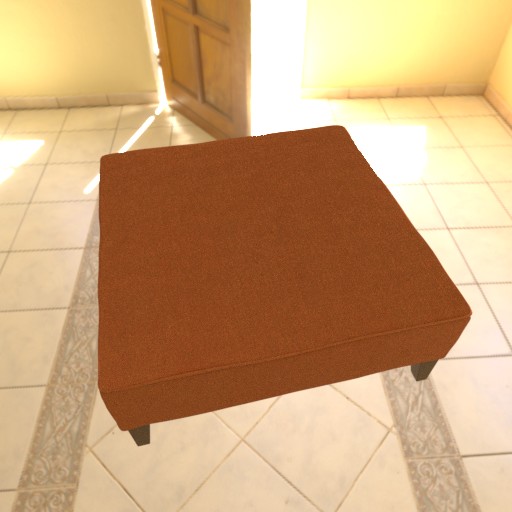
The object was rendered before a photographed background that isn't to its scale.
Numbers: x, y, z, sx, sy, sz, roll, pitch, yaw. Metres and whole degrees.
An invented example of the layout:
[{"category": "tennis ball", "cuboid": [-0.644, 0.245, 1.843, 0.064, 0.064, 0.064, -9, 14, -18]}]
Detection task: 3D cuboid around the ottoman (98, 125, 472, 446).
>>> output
[{"category": "ottoman", "cuboid": [0.000, 0.000, 1.550, 0.999, 0.438, 0.997, -10, 48, -9]}]
